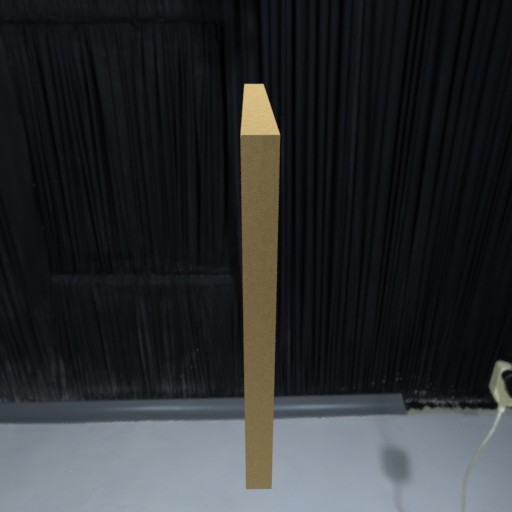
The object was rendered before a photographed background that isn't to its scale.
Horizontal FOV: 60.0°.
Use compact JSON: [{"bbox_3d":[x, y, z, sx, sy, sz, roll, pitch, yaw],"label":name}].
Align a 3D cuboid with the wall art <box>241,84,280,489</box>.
[{"bbox_3d":[0.000,0.000,1.926,0.095,1.284,1.284,0,26,-1],"label":"wall art"}]
